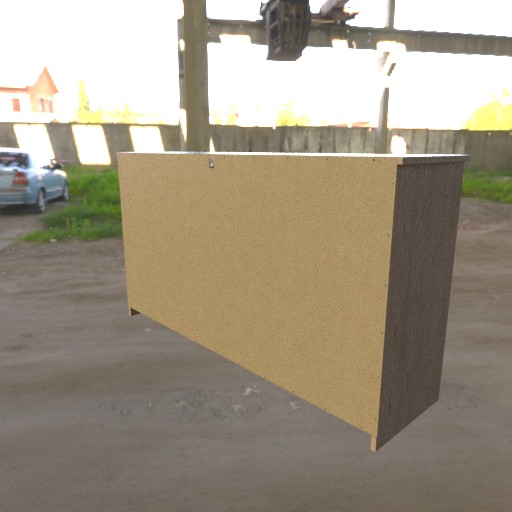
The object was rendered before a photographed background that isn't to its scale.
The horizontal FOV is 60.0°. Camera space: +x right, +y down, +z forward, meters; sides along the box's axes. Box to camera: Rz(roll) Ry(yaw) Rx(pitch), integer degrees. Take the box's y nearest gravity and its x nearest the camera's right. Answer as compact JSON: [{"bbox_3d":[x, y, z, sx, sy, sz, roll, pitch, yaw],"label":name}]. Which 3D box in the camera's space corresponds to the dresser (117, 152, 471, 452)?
[{"bbox_3d":[0.000,0.000,1.672,0.401,0.755,1.360,-13,19,-42],"label":"dresser"}]
